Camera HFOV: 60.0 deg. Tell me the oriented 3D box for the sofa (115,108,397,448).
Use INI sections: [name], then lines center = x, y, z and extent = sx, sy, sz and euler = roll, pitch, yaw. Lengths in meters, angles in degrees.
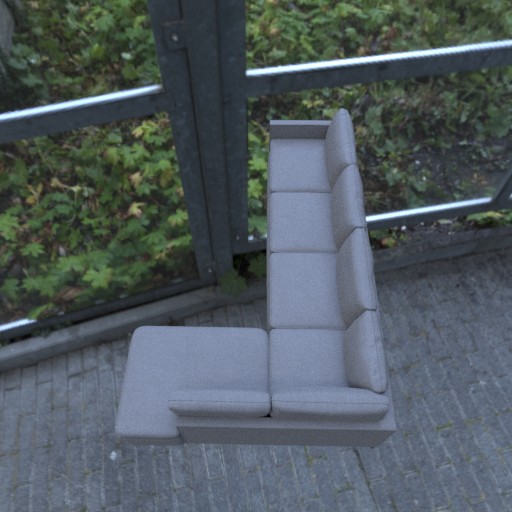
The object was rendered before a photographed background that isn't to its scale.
[sofa]
center = 0.000, 0.000, 4.262
extent = 2.077, 0.964, 3.331
euler = 1, 57, 1
